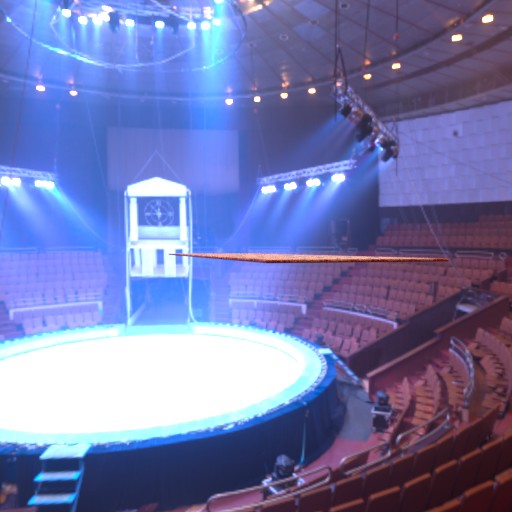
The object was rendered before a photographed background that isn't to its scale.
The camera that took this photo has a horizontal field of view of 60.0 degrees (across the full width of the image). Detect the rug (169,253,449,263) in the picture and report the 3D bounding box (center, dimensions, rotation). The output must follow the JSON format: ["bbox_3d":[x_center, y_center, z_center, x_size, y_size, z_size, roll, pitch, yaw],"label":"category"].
[{"bbox_3d":[0.000,0.000,2.740,0.750,0.011,2.435,0,1,-19],"label":"rug"}]
